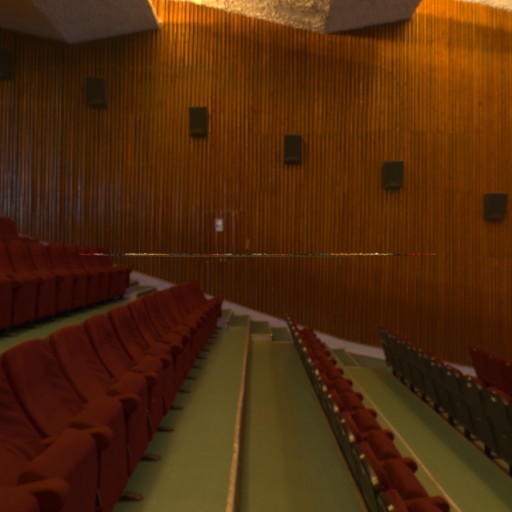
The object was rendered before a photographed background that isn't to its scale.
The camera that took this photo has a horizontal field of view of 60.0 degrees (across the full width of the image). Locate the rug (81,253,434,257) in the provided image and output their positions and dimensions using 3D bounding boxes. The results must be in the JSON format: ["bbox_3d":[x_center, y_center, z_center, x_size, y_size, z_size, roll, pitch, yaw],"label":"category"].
[{"bbox_3d":[0.000,0.000,3.003,1.465,0.012,2.465,0,0,-1],"label":"rug"}]
